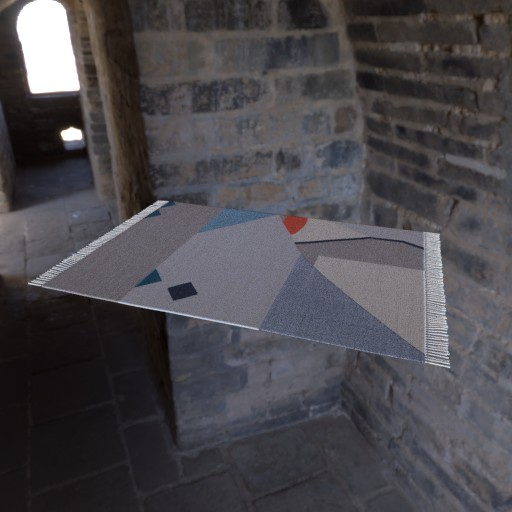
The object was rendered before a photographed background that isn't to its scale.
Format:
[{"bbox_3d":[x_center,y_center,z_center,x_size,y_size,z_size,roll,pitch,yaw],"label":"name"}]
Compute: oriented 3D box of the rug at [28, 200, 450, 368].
[{"bbox_3d":[0.000,0.000,2.302,1.828,0.005,1.220,9,28,16],"label":"rug"}]
